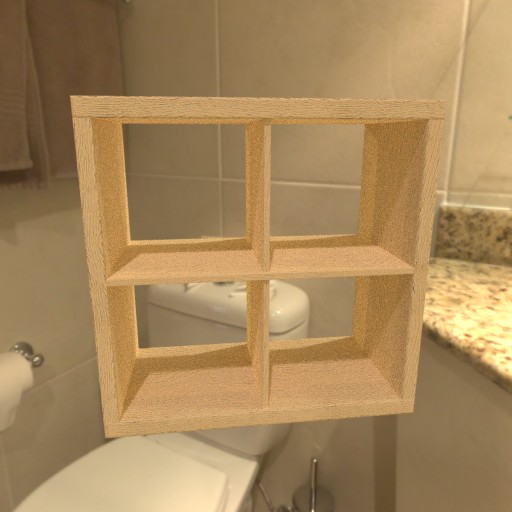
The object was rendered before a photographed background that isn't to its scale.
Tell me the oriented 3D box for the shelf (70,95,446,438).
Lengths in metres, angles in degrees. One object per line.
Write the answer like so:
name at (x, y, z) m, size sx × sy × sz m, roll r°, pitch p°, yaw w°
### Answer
shelf at (0.000, 0.000, 1.212) m, size 0.790 × 0.786 × 0.390 m, roll -2°, pitch 15°, yaw -7°
